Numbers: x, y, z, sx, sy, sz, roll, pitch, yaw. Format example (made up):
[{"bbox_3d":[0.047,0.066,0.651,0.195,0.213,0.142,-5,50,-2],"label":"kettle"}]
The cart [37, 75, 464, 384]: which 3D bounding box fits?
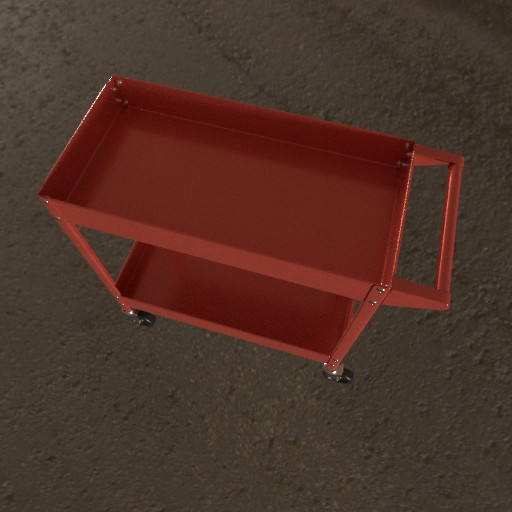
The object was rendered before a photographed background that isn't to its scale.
[{"bbox_3d":[0.000,0.000,1.173,0.779,0.719,0.366,15,64,7],"label":"cart"}]
